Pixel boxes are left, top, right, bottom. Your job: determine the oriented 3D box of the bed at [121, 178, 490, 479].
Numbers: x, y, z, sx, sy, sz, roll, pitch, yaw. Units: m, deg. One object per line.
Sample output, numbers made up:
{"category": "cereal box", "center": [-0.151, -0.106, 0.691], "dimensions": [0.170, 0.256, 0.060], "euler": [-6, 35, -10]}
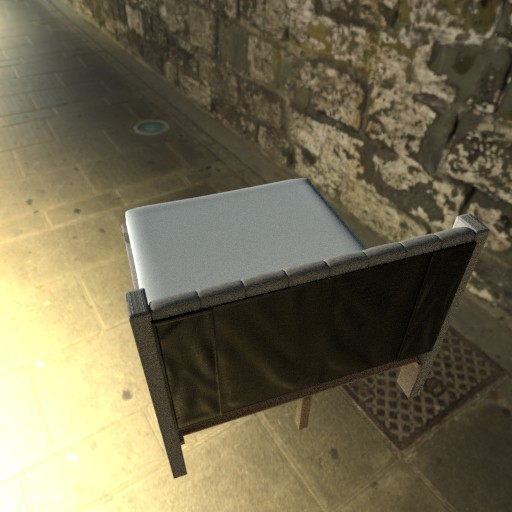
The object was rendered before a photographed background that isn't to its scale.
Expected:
{"category": "bed", "center": [0.000, 0.000, 3.680], "dimensions": [2.044, 1.748, 2.372], "euler": [-13, 42, -14]}
